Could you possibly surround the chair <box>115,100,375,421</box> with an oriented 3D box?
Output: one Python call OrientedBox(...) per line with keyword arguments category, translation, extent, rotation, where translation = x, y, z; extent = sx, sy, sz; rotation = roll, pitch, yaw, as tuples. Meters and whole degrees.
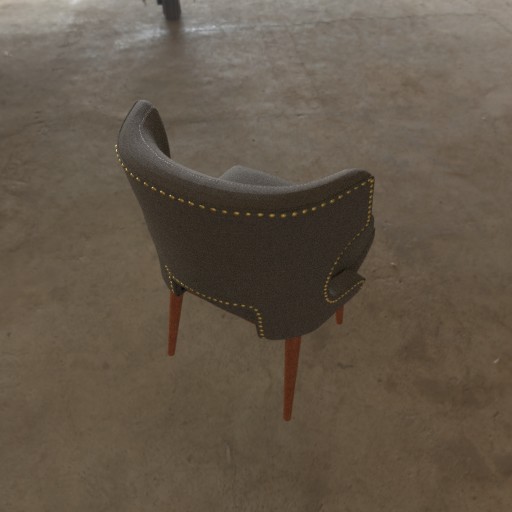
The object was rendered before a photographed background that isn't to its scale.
OrientedBox(category="chair", translation=(0.000, 0.000, 1.234), extent=(0.595, 0.863, 0.581), rotation=(23, 51, 20))
